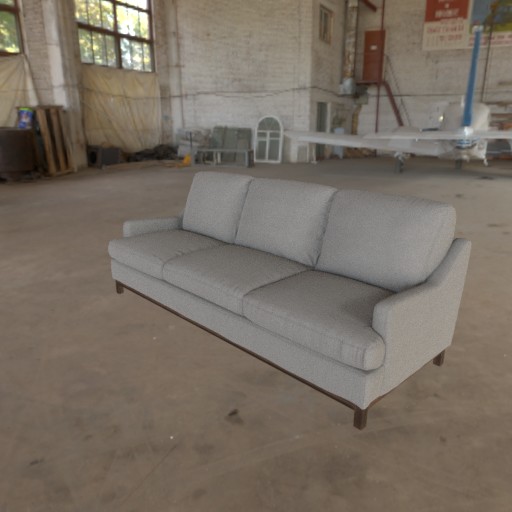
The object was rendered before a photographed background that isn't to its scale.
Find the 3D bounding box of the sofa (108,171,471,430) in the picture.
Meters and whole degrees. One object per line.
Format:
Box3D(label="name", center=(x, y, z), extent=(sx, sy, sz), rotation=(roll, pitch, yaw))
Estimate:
Box3D(label="sofa", center=(0.000, 0.000, 2.905), extent=(0.987, 0.926, 2.344), rotation=(-15, 23, -41))
